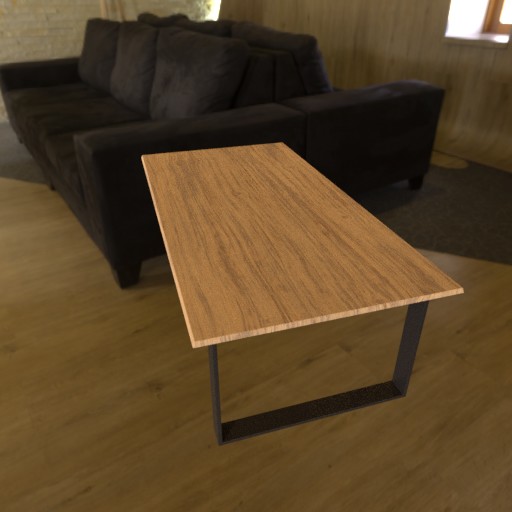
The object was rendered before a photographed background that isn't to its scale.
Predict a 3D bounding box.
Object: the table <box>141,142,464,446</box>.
[{"bbox_3d":[0.000,0.000,1.689,0.693,0.445,1.331,-9,32,-15],"label":"table"}]
